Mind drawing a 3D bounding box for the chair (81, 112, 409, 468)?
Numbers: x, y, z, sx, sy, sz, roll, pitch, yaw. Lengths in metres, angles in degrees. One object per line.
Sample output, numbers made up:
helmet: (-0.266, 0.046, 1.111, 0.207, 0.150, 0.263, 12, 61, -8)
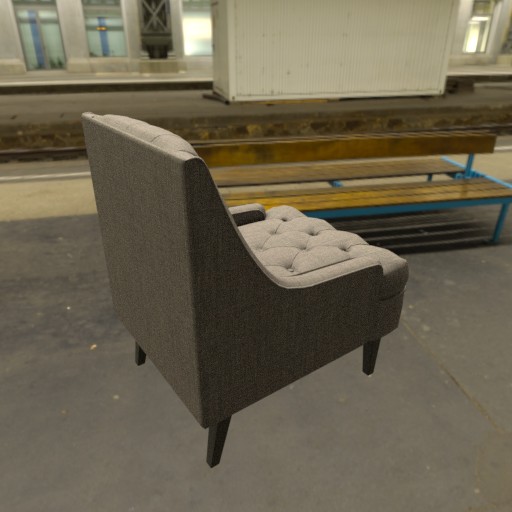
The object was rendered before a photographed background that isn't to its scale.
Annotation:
chair: (0.000, 0.000, 1.411, 0.771, 0.891, 0.655, -18, 32, -31)
